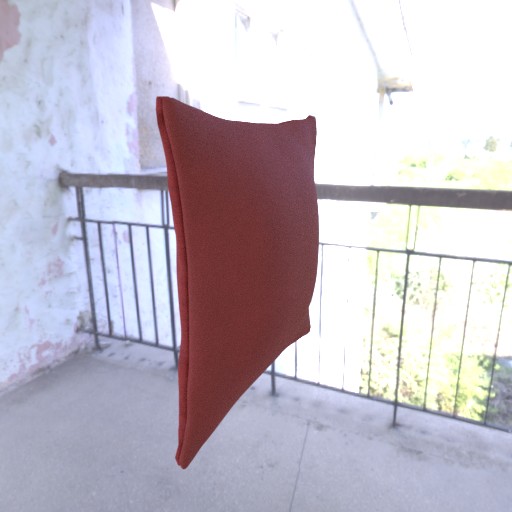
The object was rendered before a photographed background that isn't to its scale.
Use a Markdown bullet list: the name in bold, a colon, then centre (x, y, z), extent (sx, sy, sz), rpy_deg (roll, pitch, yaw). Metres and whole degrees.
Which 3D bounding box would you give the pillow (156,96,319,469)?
- **pillow**: centre (0.000, 0.000, 0.656), extent (0.151, 0.416, 0.435), rpy_deg (7, 17, 26)
